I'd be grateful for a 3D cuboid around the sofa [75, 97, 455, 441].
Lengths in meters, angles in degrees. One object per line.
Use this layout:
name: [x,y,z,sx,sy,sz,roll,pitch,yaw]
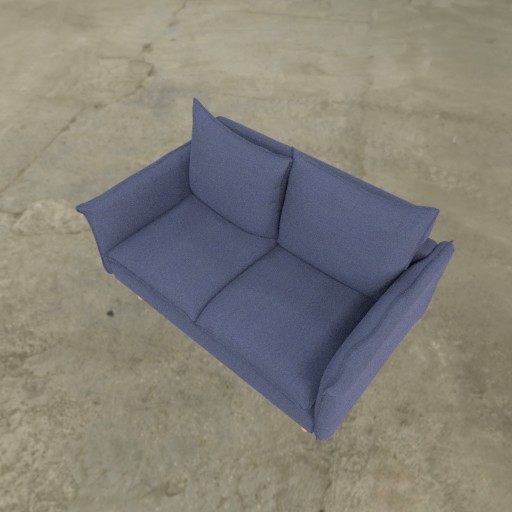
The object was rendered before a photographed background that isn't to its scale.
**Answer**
sofa: [0.000,0.000,1.864,1.300,0.840,0.820,32,55,26]
